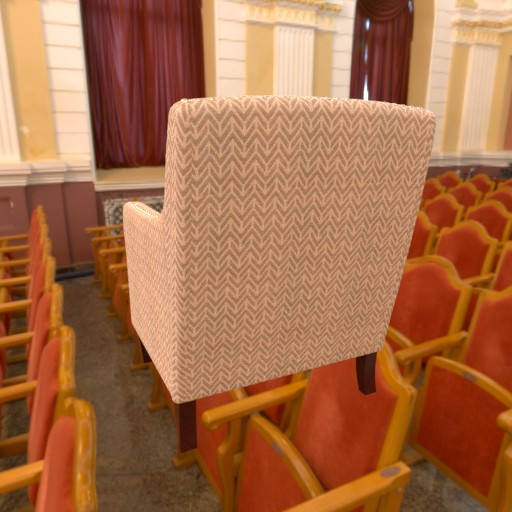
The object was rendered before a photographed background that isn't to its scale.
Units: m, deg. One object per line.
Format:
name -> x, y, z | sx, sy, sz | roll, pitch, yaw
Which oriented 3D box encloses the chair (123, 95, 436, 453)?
chair -> 0.000, 0.000, 1.265 | 0.623, 0.816, 0.651 | -7, 17, -25
